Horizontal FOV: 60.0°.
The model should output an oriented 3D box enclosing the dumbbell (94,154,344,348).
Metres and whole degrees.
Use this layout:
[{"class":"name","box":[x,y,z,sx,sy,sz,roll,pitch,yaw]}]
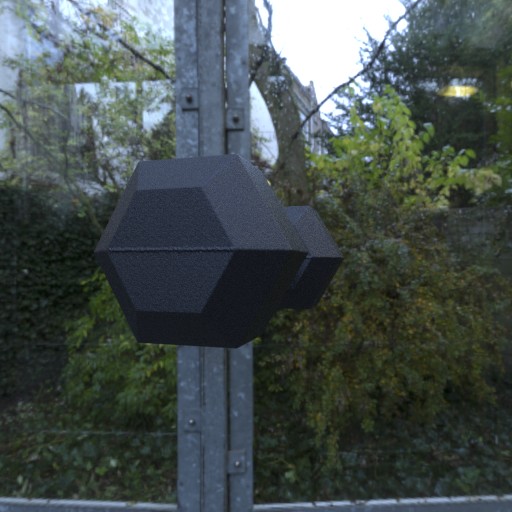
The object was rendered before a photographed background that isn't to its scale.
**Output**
[{"class":"dumbbell","box":[0.000,0.000,0.329,0.106,0.092,0.272,0,-1,17]}]
